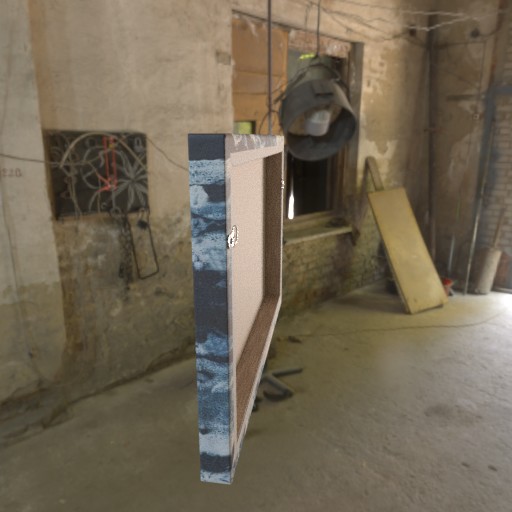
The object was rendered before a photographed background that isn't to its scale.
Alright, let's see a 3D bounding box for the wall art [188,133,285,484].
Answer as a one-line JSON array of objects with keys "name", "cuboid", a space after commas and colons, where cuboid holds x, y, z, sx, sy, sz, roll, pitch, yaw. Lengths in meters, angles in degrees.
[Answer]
[{"name": "wall art", "cuboid": [0.000, 0.000, 0.771, 0.043, 0.407, 0.609, 2, 15, 8]}]
